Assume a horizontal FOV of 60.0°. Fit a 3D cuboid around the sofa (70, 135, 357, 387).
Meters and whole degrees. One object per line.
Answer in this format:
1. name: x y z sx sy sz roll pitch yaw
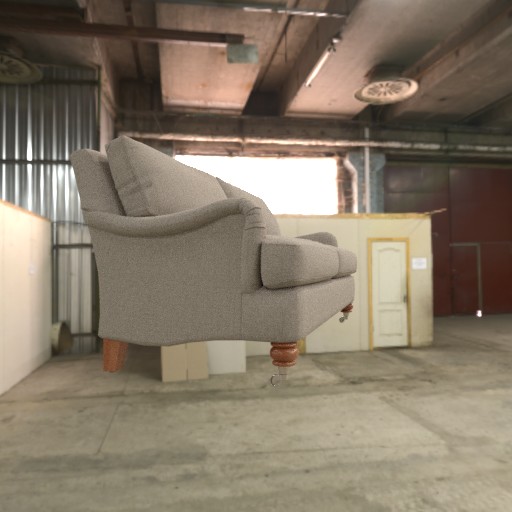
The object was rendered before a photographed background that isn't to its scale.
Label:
1. sofa: 0.000 0.000 2.796 1.087 1.054 2.160 0 -1 18
